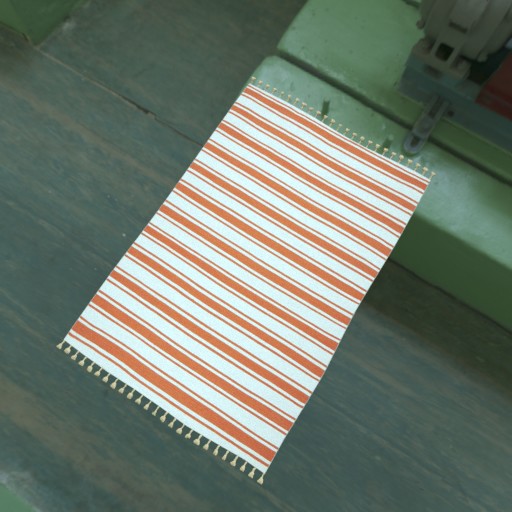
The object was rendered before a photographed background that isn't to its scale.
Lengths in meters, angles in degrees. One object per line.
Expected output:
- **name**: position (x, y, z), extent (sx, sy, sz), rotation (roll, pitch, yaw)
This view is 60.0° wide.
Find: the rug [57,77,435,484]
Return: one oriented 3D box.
- **rug**: position (0.000, 0.000, 3.033), extent (1.556, 0.022, 2.433), rotation (31, 77, 8)
